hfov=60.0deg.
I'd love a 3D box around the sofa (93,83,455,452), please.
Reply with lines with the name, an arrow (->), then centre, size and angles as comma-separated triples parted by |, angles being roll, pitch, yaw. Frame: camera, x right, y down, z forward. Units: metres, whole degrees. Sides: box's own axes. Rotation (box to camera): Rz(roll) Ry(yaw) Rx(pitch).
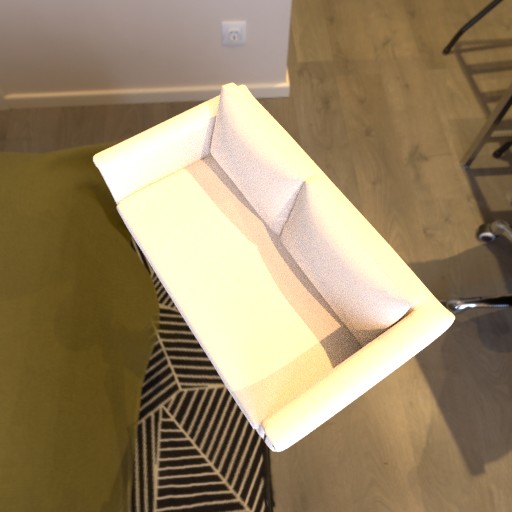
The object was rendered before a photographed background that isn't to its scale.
sofa -> 0.000, 0.000, 2.180 | 0.905, 0.873, 1.598 | -31, 68, -14
